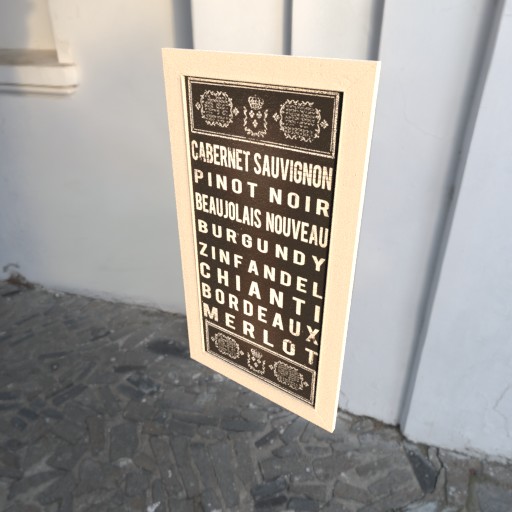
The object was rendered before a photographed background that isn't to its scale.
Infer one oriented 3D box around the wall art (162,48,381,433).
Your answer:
[{"bbox_3d":[0.000,0.000,0.820,0.380,0.683,0.013,19,34,30],"label":"wall art"}]
